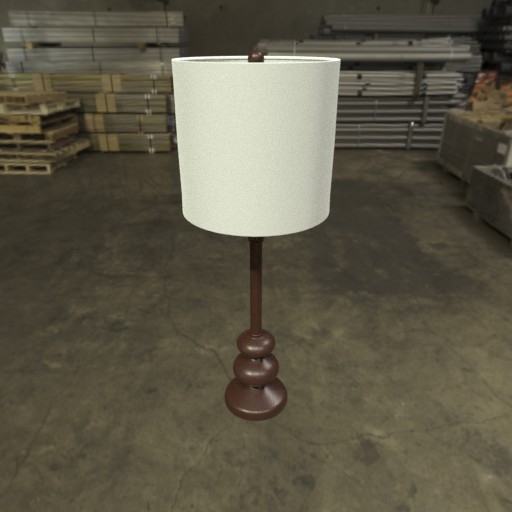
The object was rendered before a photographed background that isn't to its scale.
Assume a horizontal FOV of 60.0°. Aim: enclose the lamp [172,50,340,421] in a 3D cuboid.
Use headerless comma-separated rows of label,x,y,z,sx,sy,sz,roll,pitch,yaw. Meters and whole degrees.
lamp,0.000,0.000,0.819,0.254,0.690,0.254,0,26,1
